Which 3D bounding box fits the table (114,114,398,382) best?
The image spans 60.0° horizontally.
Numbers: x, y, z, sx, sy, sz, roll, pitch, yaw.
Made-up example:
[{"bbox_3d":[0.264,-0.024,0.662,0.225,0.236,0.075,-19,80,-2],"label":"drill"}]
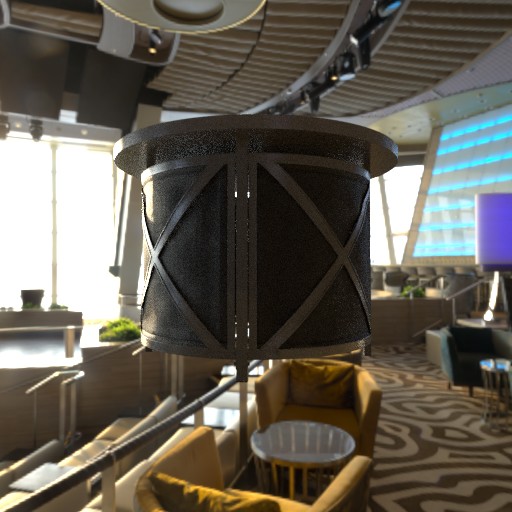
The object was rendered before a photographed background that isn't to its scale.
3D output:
[{"bbox_3d":[0.000,0.000,1.493,0.914,0.650,0.914,0,-1,0],"label":"table"}]
